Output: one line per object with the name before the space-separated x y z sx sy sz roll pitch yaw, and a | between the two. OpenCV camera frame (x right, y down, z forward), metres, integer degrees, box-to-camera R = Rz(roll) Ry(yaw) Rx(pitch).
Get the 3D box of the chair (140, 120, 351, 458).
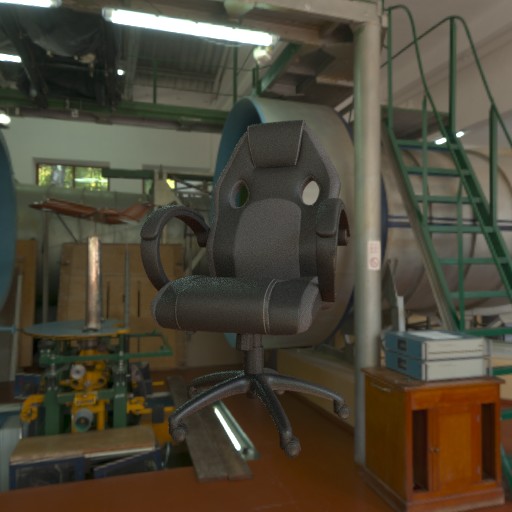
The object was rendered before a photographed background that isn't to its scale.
chair | 0.000 0.000 1.639 0.673 1.187 0.724 0 -1 17
